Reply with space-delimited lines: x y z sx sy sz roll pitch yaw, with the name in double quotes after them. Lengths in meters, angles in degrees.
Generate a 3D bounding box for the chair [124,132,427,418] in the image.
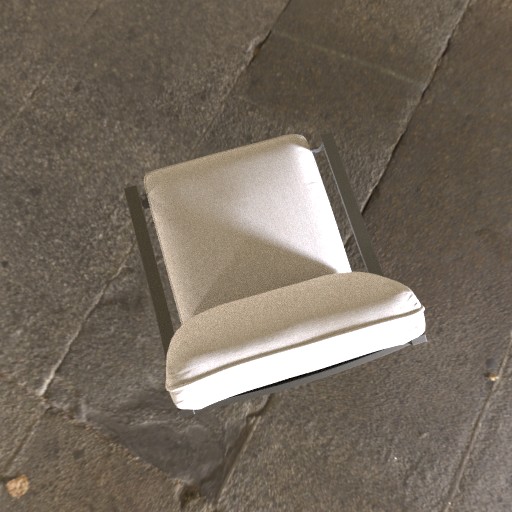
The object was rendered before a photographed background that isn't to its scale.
0.000 0.000 1.389 0.650 0.860 0.787 -16 76 -4 "chair"
